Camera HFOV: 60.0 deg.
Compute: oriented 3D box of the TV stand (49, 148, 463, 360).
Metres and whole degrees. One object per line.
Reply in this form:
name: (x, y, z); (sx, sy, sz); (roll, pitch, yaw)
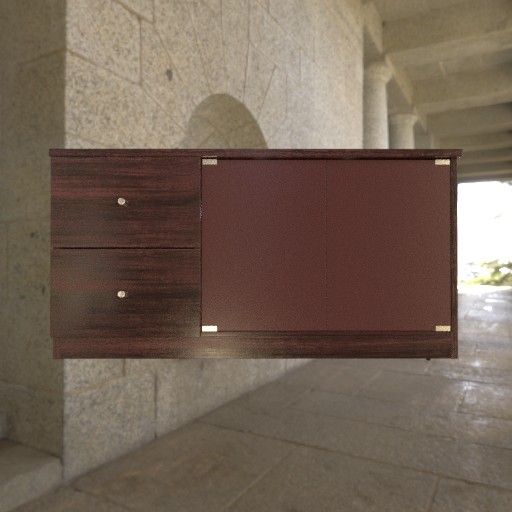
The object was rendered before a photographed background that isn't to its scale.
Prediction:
TV stand: (0.000, 0.000, 1.454); (1.192, 0.614, 0.404); (0, -1, 0)
